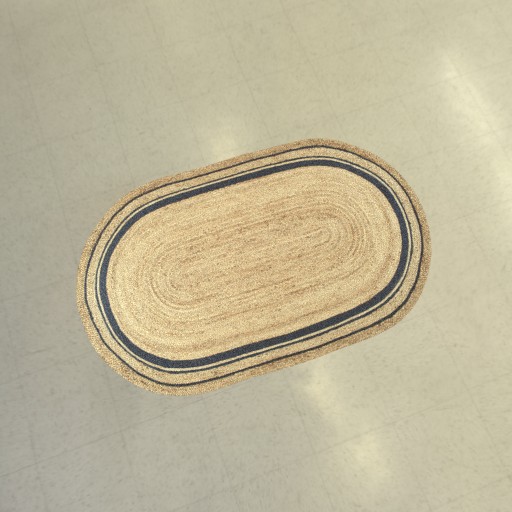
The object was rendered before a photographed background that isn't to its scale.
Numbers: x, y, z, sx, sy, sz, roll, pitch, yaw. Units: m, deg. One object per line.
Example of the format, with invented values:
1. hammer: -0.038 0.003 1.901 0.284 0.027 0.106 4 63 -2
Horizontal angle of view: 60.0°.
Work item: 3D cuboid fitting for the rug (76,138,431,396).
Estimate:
1. rug: 0.000 0.000 2.999 2.432 0.006 1.520 -17 74 -5
